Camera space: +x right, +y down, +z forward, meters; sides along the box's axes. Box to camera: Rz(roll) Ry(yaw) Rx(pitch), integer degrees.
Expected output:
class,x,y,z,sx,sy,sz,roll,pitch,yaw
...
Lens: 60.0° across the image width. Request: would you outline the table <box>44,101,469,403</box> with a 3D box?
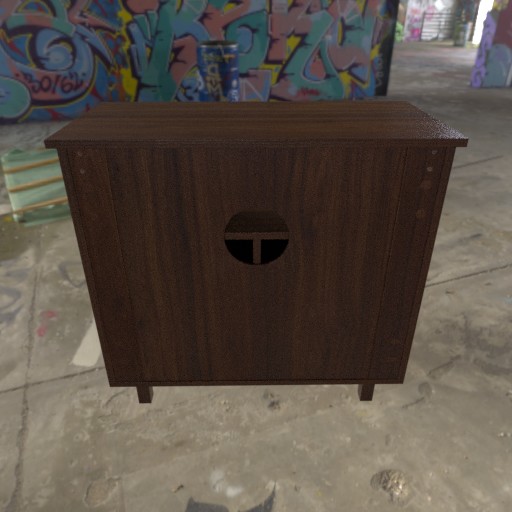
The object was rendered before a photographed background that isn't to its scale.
class,x,y,z,sx,sy,sz,roll,pitch,yaw
table,0.000,0.000,1.183,0.802,0.725,0.390,0,29,-1
